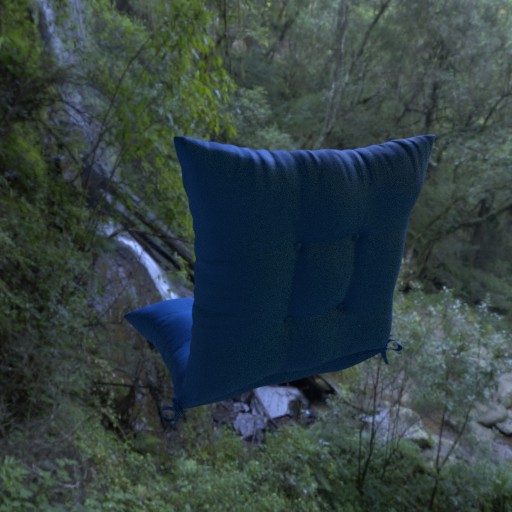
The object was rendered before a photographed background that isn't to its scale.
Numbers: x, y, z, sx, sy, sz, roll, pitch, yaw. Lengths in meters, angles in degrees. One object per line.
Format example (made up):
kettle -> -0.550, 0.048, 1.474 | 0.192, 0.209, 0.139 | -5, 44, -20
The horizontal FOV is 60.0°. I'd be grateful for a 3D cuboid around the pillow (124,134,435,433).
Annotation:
pillow -> 0.000, 0.000, 0.995 | 0.541, 0.536, 0.585 | -8, 18, -26
